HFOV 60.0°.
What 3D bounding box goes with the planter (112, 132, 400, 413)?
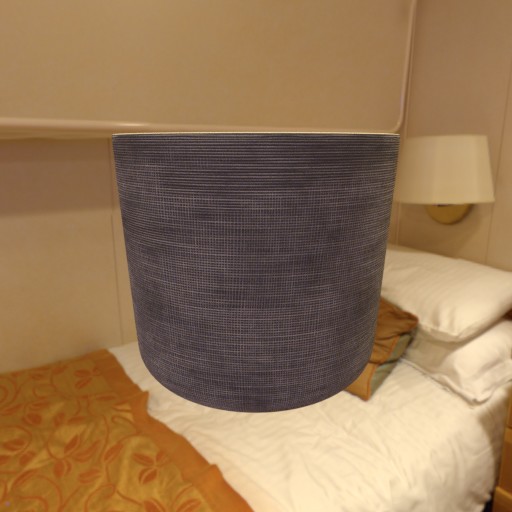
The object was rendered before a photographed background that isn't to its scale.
[{"bbox_3d":[0.000,0.000,0.757,0.440,0.398,0.440,0,14,0],"label":"planter"}]
